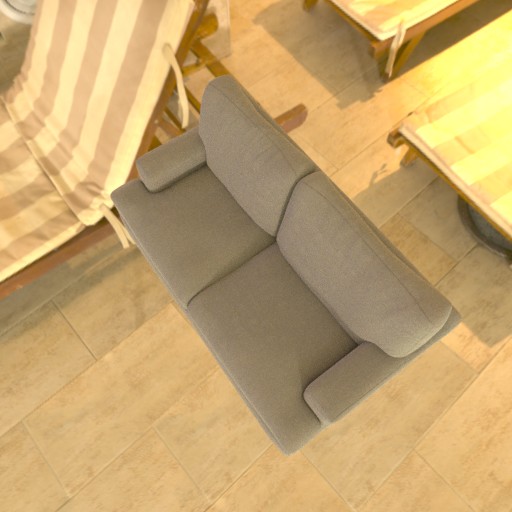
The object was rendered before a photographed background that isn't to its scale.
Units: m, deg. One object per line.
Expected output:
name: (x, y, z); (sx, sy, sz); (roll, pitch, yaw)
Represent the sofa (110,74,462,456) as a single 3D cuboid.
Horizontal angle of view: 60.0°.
sofa: (0.000, 0.000, 2.442); (0.962, 0.980, 1.855); (-33, 69, -15)
